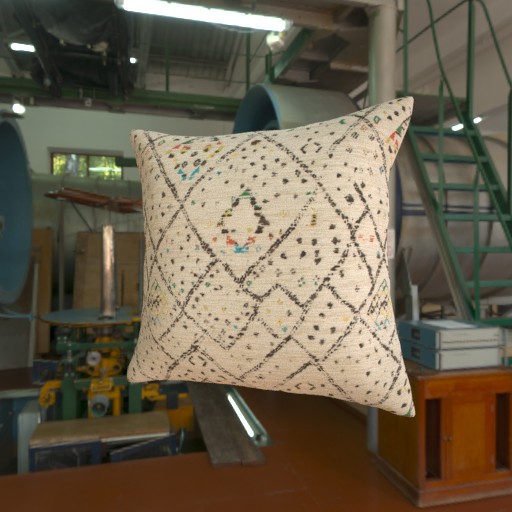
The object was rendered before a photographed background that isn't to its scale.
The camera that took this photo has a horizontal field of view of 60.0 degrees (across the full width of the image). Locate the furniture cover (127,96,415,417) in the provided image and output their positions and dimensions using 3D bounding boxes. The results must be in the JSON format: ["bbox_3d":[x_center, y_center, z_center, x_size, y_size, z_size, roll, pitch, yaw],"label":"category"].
[{"bbox_3d":[0.000,0.000,0.775,0.525,0.498,0.180,0,1,19],"label":"furniture cover"}]
